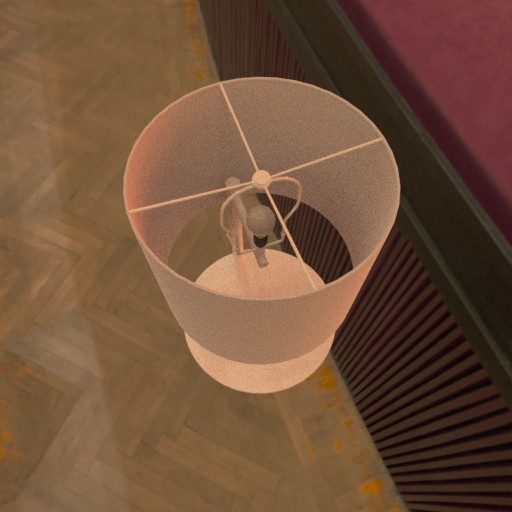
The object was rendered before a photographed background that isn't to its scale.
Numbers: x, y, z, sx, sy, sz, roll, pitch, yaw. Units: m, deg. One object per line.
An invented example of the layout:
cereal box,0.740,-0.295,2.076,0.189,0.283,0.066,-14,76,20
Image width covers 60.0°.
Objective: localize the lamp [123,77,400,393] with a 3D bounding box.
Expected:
lamp,0.000,0.000,0.691,0.299,0.454,0.341,-18,64,-9
